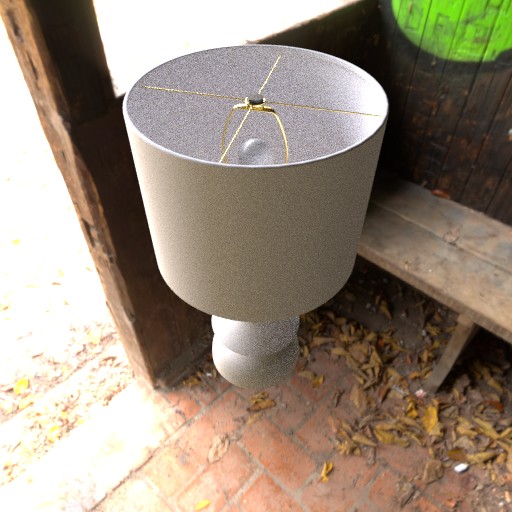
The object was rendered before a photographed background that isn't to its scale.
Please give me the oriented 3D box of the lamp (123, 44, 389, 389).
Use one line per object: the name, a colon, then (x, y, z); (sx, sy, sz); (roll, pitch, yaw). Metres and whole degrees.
lamp: (0.000, 0.000, 0.700); (0.301, 0.533, 0.301); (11, 46, 10)
